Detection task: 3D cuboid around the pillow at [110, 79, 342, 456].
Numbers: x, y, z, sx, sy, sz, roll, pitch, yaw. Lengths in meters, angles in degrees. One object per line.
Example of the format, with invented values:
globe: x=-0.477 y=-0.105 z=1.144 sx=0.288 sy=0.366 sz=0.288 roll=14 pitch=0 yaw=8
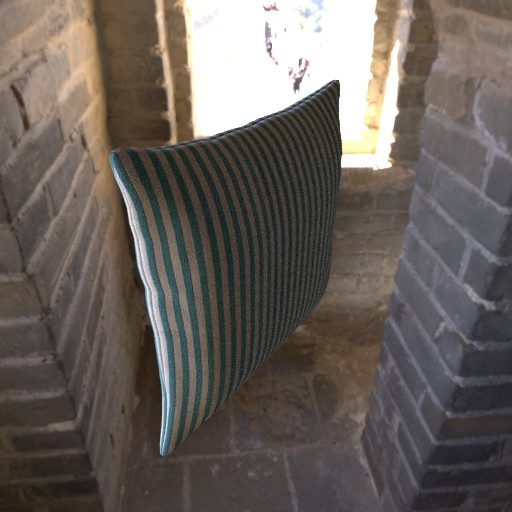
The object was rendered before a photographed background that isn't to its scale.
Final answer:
pillow: x=0.000 y=0.000 z=0.765 sx=0.166 sy=0.510 sz=0.523 roll=20 pitch=37 yaw=29
